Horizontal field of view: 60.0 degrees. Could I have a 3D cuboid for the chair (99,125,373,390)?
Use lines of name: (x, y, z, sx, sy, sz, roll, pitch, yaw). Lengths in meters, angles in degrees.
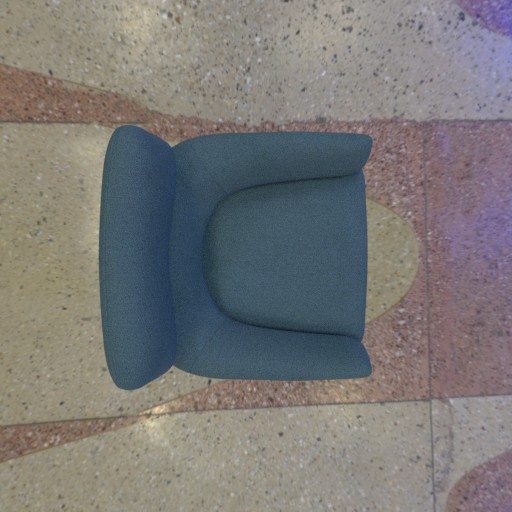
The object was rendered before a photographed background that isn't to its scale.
chair: (0.000, 0.000, 1.412, 0.761, 0.813, 0.738, 0, 91, -1)
